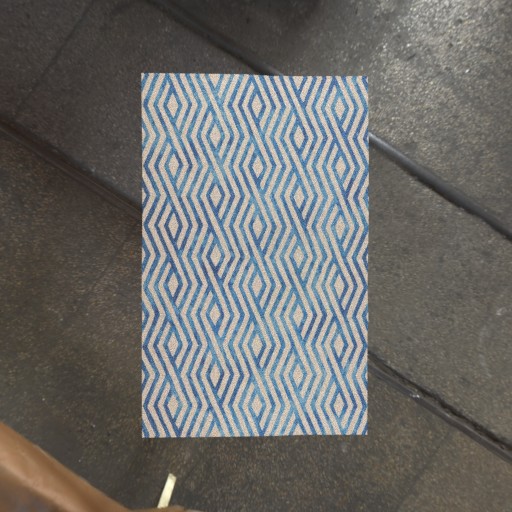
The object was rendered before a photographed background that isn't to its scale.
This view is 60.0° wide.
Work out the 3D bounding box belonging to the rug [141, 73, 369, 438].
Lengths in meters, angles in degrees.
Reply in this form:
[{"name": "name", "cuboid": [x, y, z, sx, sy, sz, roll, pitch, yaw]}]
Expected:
[{"name": "rug", "cuboid": [0.000, 0.000, 2.990, 1.531, 0.008, 2.439, 0, 90, -2]}]
